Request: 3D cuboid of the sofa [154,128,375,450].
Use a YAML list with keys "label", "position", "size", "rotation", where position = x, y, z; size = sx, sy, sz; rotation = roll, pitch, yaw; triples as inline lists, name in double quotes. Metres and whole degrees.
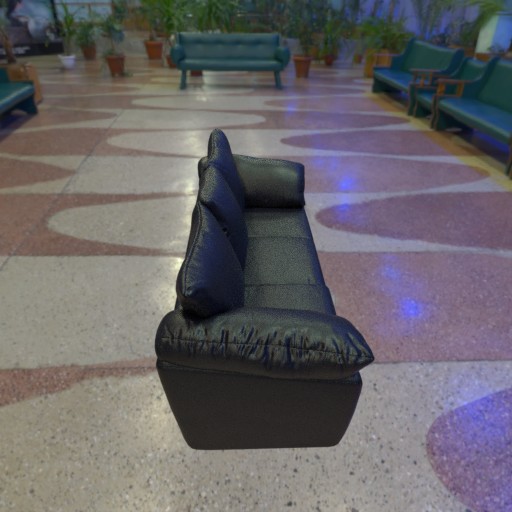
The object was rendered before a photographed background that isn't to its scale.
- label: "sofa"
  position: [0.000, 0.000, 2.821]
  size: [0.880, 1.073, 2.336]
  rotation: [-1, 31, -1]
